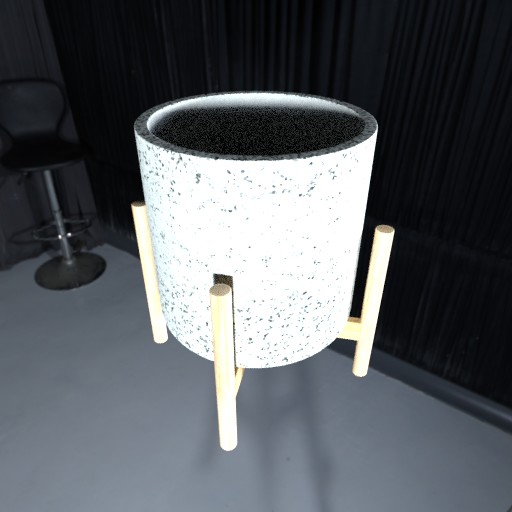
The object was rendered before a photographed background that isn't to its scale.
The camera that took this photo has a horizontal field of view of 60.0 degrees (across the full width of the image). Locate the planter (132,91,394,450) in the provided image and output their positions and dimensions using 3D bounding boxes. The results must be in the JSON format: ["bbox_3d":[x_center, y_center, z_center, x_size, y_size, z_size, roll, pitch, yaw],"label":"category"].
[{"bbox_3d":[0.000,0.000,0.679,0.360,0.419,0.360,21,38,29],"label":"planter"}]
